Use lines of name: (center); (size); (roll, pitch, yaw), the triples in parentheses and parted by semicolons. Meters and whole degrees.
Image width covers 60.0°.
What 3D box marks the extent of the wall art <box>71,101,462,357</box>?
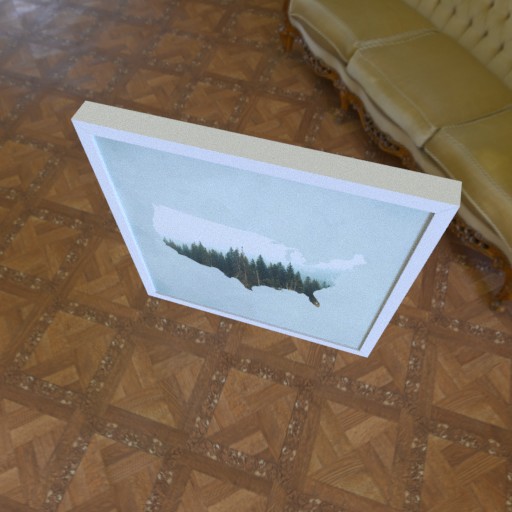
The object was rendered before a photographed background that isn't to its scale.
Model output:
wall art: (0.000, 0.000, 0.467); (0.304, 0.304, 0.024); (15, 59, 9)
